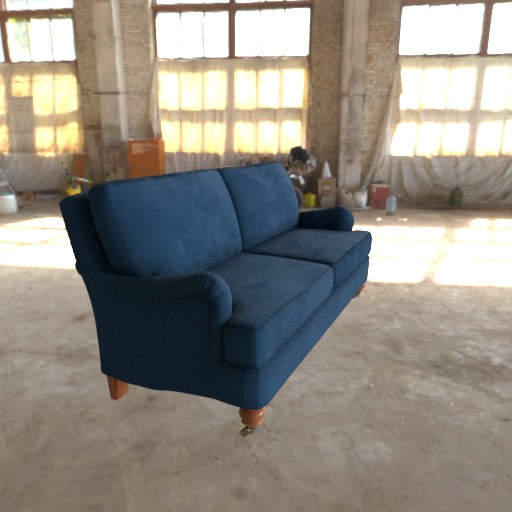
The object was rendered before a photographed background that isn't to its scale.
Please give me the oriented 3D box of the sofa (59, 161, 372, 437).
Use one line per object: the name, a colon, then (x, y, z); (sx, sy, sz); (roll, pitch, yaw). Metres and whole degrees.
sofa: (0.000, 0.000, 2.852); (1.084, 1.101, 2.141); (7, 17, 25)
